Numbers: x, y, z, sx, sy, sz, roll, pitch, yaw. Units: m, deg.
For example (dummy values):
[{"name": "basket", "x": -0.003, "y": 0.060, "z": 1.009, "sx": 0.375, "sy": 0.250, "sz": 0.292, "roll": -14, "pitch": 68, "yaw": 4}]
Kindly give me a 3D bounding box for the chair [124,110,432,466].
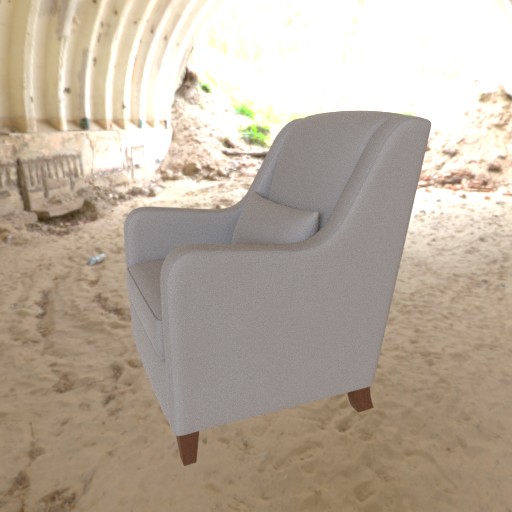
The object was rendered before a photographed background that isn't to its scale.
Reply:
[{"name": "chair", "x": 0.000, "y": 0.000, "z": 1.603, "sx": 0.863, "sy": 1.010, "sz": 0.715, "roll": -7, "pitch": 18, "yaw": -23}]
